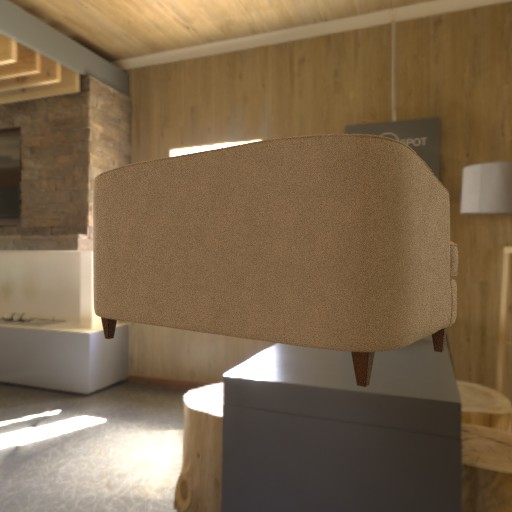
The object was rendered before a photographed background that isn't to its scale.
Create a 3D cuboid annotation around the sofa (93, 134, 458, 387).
[{"bbox_3d":[0.000,0.000,2.224,1.731,0.878,0.940,0,1,36],"label":"sofa"}]
